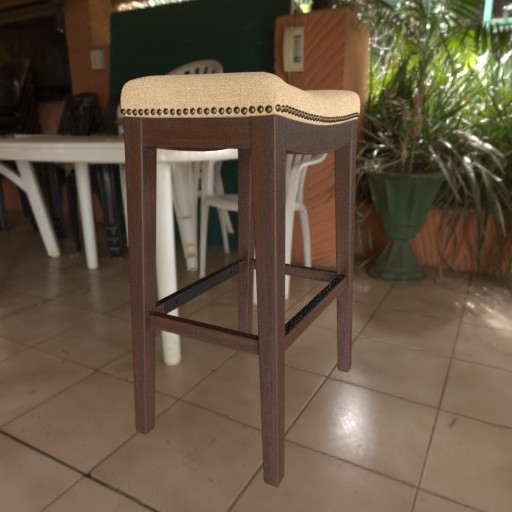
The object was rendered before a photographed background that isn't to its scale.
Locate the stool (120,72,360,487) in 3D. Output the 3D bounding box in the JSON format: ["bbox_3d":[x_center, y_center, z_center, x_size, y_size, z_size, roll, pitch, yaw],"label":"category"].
[{"bbox_3d":[0.000,0.000,1.054,0.363,0.768,0.509,8,18,26],"label":"stool"}]
